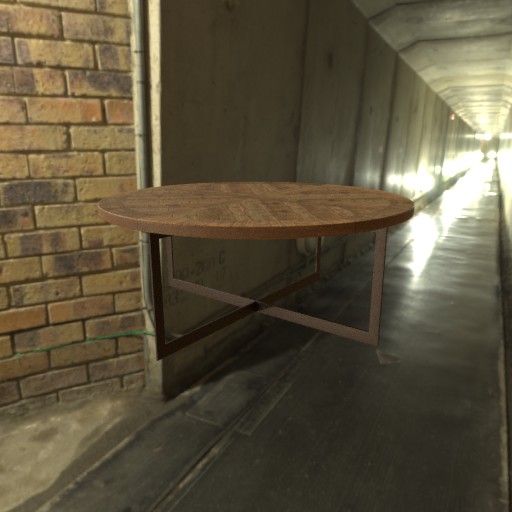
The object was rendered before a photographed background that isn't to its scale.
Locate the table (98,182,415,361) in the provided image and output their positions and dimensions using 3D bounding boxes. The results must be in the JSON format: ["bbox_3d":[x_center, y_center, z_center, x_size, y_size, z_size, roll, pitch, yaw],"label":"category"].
[{"bbox_3d":[0.000,0.000,1.936,1.264,0.516,1.264,0,15,0],"label":"table"}]
